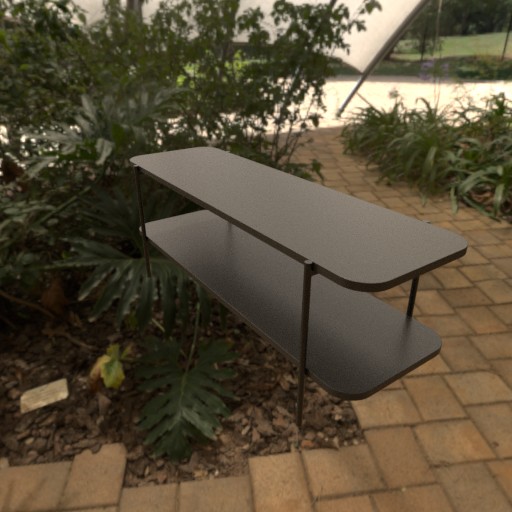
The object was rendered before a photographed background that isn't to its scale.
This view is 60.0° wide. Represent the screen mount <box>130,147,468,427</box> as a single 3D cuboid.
[{"bbox_3d":[0.000,0.000,1.421,0.400,0.447,1.200,-17,31,-31],"label":"screen mount"}]
